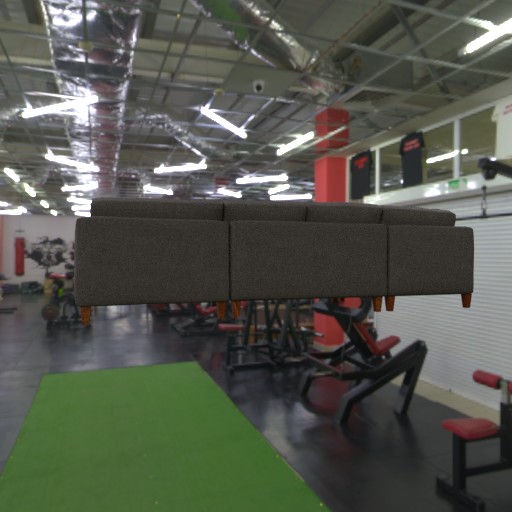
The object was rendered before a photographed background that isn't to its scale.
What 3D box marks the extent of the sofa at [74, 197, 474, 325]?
[{"bbox_3d":[0.000,0.000,4.789,3.460,0.961,2.594,0,0,-17],"label":"sofa"}]
